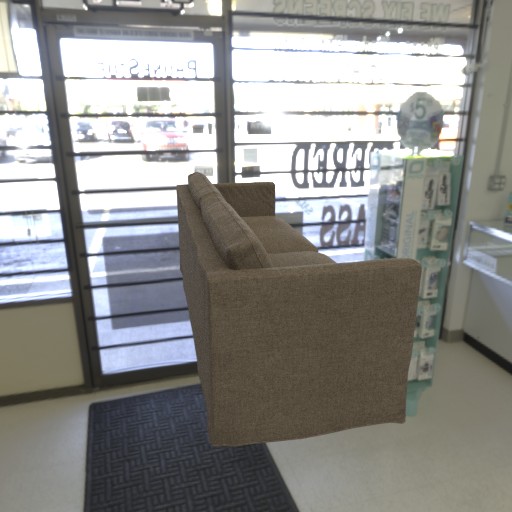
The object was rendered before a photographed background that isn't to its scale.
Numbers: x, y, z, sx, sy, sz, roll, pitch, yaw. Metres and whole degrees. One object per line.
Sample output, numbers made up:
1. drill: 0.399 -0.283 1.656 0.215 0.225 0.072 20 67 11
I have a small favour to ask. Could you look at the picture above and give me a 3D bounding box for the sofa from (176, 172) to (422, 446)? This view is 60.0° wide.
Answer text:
1. sofa: 0.000 0.000 3.303 1.036 0.998 2.779 -4 18 -12
